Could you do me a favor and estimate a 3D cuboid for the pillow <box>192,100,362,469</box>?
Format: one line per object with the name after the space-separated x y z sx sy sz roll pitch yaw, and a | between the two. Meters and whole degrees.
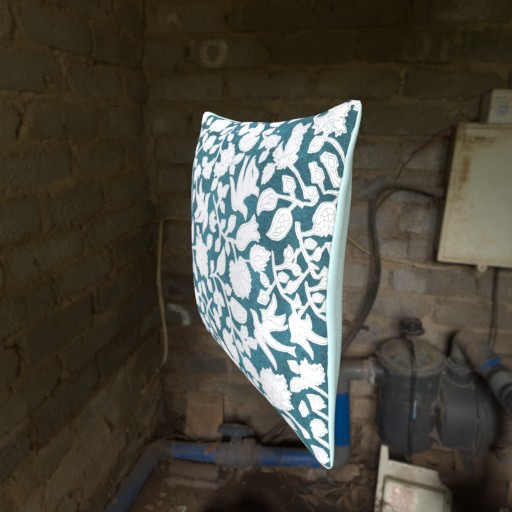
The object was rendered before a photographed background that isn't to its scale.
0.000 0.000 0.798 0.166 0.508 0.525 -8 18 -24 | pillow
